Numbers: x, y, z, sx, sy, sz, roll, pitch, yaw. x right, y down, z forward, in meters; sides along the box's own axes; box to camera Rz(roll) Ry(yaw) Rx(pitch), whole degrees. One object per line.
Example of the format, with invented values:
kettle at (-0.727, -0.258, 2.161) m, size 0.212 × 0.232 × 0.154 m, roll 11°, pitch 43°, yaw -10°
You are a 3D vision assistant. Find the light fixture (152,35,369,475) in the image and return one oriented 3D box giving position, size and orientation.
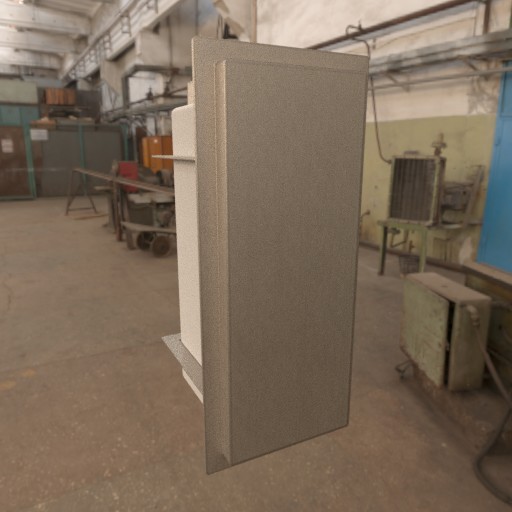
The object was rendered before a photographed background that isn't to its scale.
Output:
light fixture at (0.000, 0.000, 0.462) m, size 0.168 × 0.380 × 0.160 m, roll -7°, pitch 15°, yaw -26°
